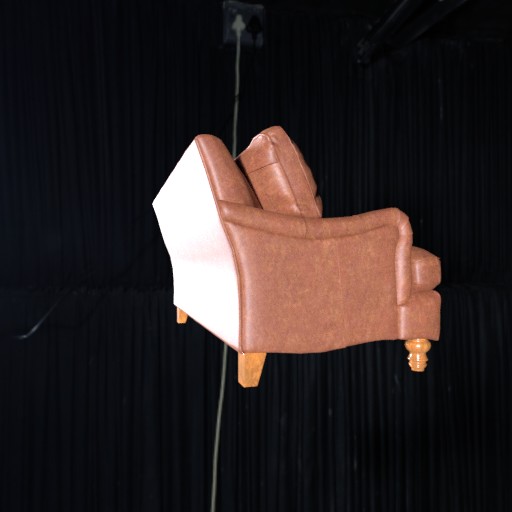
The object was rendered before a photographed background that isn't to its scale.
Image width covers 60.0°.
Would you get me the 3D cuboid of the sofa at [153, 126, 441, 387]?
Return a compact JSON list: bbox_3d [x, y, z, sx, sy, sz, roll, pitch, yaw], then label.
[{"bbox_3d":[0.000,0.000,2.834,1.147,1.071,2.144,0,-1,-18],"label":"sofa"}]
